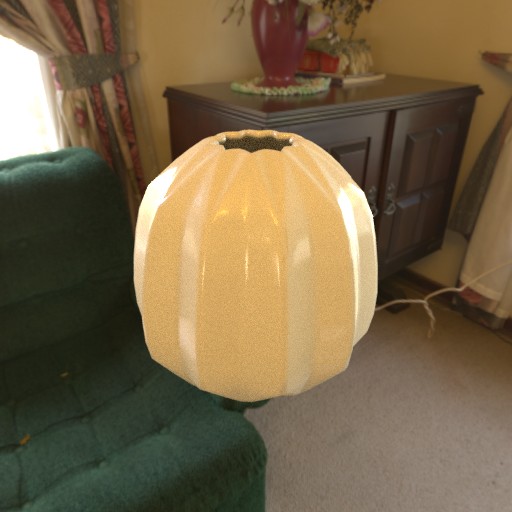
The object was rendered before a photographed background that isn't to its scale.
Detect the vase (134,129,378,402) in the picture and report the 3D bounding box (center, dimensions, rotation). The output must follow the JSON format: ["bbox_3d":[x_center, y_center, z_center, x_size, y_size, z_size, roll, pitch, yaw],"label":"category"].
[{"bbox_3d":[0.000,0.000,0.256,0.139,0.134,0.139,0,28,0],"label":"vase"}]
